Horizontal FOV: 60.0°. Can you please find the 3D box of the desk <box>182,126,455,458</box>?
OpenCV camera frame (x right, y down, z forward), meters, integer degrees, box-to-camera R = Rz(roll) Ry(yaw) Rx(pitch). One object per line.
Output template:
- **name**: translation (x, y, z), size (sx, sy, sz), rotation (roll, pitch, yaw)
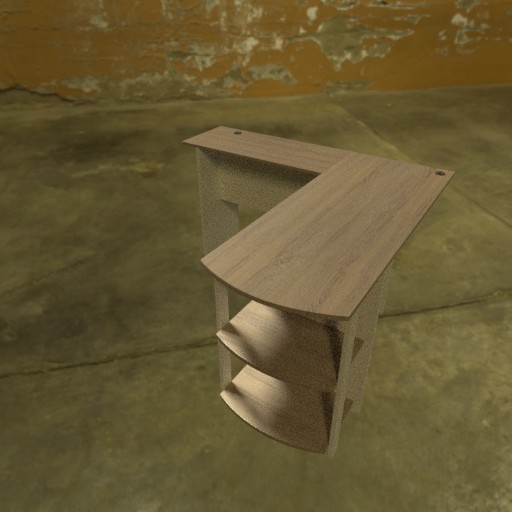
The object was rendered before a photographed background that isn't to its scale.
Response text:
- **desk**: translation (0.000, 0.000, 2.101), size (1.361, 0.716, 1.303), rotation (19, 37, 28)
